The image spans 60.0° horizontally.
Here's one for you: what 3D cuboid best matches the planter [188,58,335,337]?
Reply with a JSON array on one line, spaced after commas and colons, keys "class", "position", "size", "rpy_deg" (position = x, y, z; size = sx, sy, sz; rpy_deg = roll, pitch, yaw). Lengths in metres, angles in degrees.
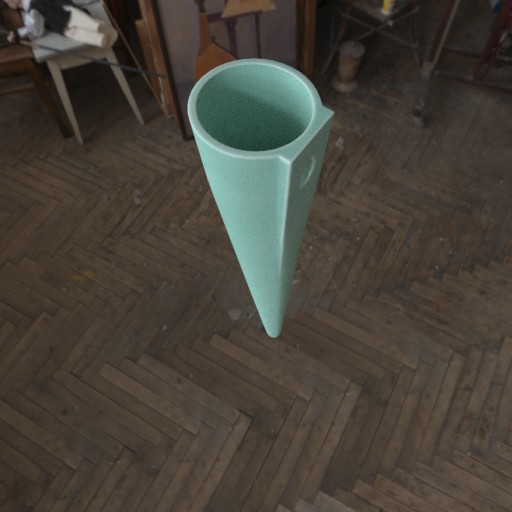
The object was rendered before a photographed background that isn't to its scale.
[{"class": "planter", "position": [0.000, 0.000, 0.297], "size": [0.055, 0.268, 0.054], "rpy_deg": [32, 67, 15]}]
